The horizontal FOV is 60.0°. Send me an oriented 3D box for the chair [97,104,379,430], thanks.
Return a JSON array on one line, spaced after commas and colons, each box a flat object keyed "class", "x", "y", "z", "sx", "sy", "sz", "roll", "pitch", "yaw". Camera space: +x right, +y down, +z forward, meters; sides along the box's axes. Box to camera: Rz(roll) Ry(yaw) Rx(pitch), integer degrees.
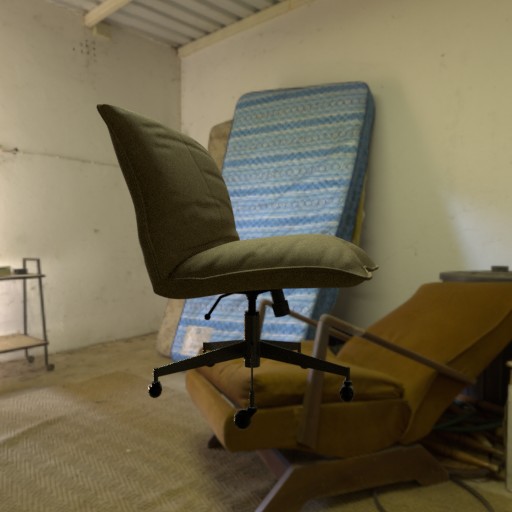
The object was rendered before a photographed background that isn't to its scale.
[{"class": "chair", "x": 0.000, "y": 0.000, "z": 1.317, "sx": 0.696, "sy": 0.811, "sz": 0.597, "roll": 1, "pitch": 2, "yaw": 18}]
